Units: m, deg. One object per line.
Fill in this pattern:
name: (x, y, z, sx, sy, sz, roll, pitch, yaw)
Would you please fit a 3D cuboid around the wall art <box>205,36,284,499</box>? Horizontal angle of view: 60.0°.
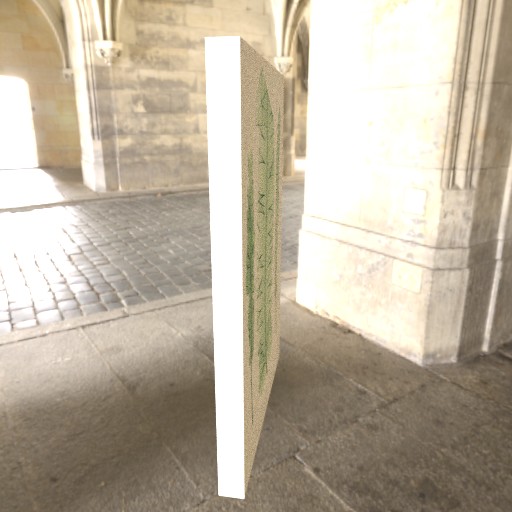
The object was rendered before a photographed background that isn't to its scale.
wall art: (0.000, 0.000, 0.754, 0.038, 0.608, 0.418, 3, 17, 9)
